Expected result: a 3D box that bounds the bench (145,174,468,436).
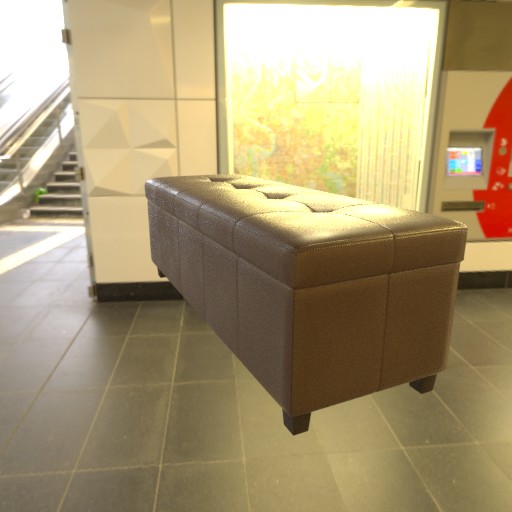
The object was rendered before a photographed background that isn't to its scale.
[{"bbox_3d":[0.000,0.000,1.409,0.450,0.417,1.219,-7,17,-24],"label":"bench"}]
